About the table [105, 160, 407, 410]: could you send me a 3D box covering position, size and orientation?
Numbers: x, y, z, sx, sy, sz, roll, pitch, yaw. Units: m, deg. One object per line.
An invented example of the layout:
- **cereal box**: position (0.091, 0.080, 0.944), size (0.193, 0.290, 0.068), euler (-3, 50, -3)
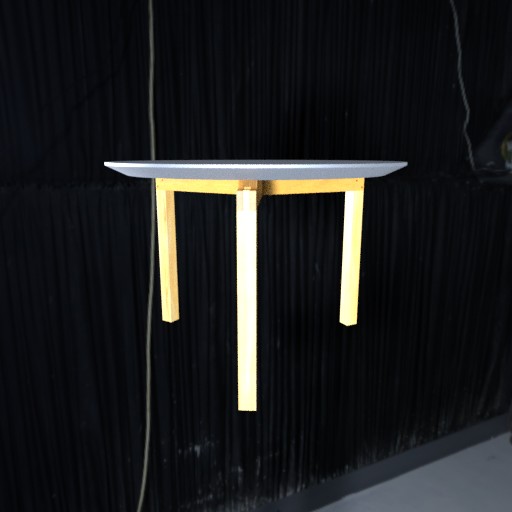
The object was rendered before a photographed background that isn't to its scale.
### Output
- **table**: position (0.000, 0.000, 0.971), size (0.600, 0.405, 0.600), euler (0, 13, 0)
